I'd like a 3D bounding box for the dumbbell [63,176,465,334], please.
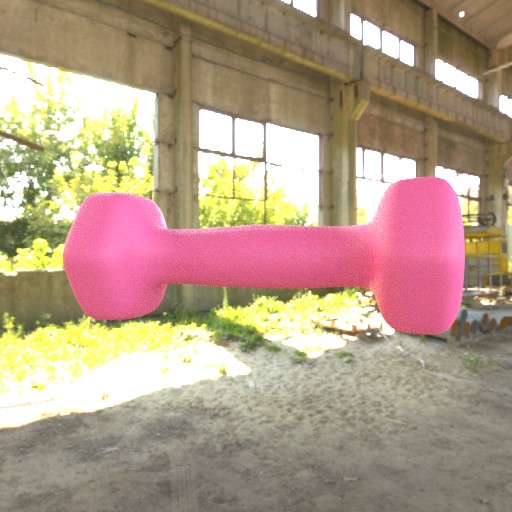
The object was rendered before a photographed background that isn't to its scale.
[{"bbox_3d":[0.000,0.000,0.172,0.146,0.053,0.058,0,0,17],"label":"dumbbell"}]
